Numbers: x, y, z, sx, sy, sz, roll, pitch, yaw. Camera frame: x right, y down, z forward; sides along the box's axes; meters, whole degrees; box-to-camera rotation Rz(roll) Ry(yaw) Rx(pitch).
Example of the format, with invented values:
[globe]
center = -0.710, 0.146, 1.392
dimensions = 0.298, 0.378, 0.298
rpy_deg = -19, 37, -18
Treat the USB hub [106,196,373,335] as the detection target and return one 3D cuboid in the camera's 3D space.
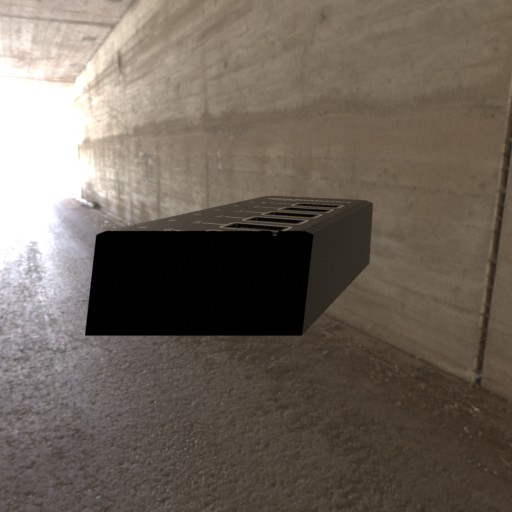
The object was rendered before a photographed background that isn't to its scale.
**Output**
[USB hub]
center = 0.000, 0.000, 0.126
dimensions = 0.044, 0.023, 0.110
rpy_deg = 6, 15, 25
